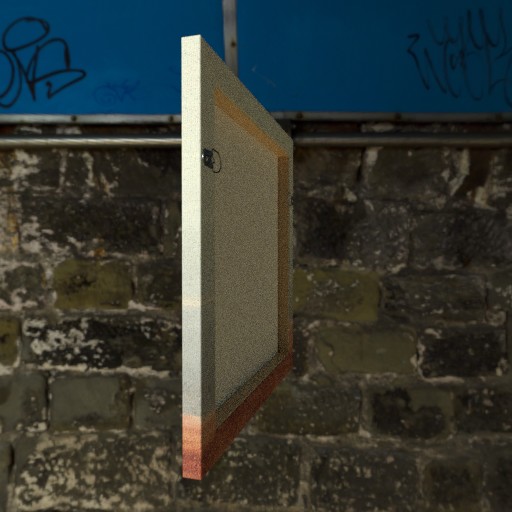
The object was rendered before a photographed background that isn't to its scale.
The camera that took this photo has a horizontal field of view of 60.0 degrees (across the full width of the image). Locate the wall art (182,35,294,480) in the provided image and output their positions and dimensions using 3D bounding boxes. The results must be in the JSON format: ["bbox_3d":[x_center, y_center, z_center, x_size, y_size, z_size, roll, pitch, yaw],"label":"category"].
[{"bbox_3d":[0.000,0.000,0.895,0.034,0.605,0.605,0,1,17],"label":"wall art"}]
